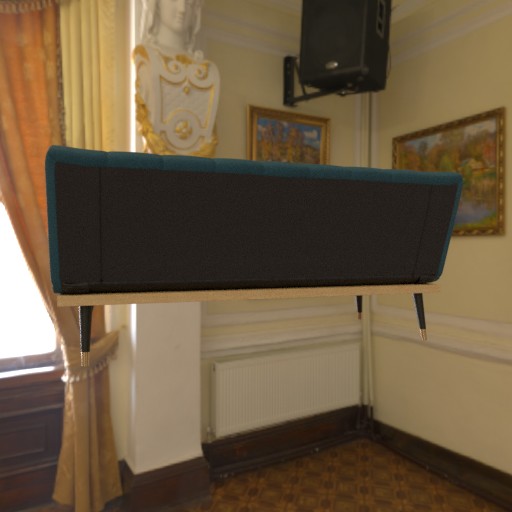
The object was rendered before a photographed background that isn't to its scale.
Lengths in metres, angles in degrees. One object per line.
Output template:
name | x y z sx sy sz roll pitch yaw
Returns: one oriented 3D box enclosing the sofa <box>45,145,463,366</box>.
sofa | 0.000 0.000 2.208 1.810 0.825 0.830 0 1 -18
